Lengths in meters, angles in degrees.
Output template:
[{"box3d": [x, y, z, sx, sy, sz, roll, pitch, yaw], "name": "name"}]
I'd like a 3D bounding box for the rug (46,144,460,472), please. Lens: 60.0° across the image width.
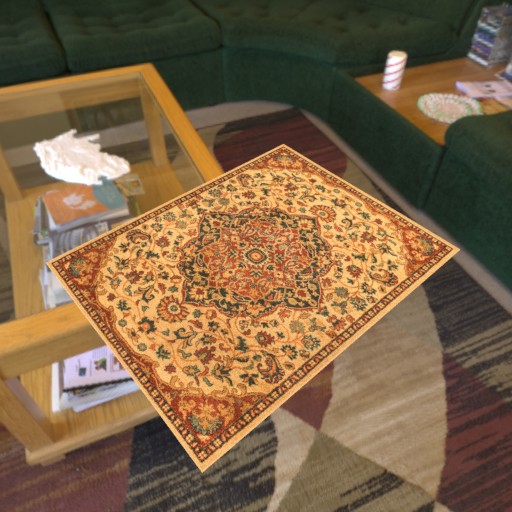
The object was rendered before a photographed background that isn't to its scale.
[{"box3d": [0.000, 0.000, 4.188, 3.067, 0.005, 2.454, -32, 54, -27], "name": "rug"}]
